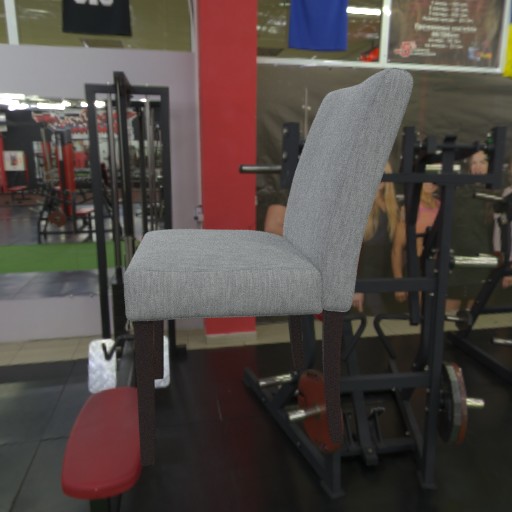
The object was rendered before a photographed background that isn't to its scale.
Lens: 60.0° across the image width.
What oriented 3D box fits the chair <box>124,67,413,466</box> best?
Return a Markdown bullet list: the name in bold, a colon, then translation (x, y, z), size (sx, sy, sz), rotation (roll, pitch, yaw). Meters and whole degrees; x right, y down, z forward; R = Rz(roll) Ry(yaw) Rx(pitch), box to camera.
- **chair**: translation (0.000, 0.000, 1.180), size (0.629, 0.884, 0.487), rotation (-2, 13, -8)
